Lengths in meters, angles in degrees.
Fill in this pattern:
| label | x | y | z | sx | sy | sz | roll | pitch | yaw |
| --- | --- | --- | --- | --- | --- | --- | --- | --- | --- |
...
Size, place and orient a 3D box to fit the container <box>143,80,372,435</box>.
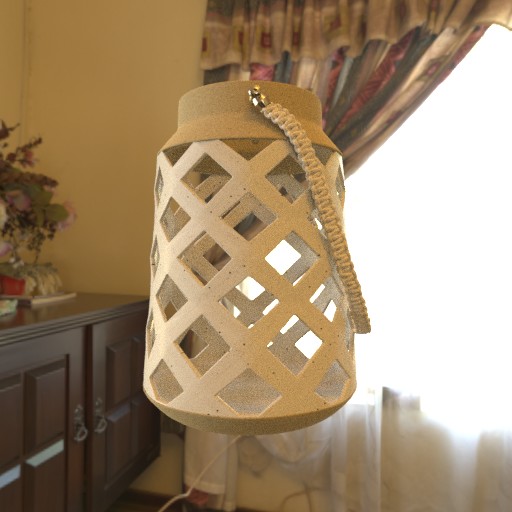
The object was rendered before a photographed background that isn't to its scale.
| label | x | y | z | sx | sy | sz | roll | pitch | yaw |
| --- | --- | --- | --- | --- | --- | --- | --- | --- | --- |
| container | 0.000 | 0.000 | 0.342 | 0.172 | 0.229 | 0.163 | 0 | 1 | 0 |
